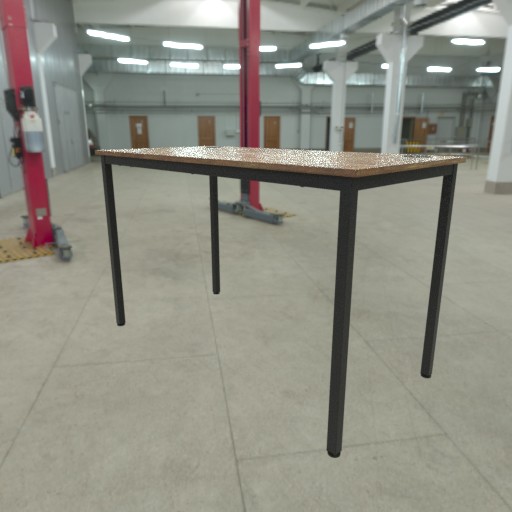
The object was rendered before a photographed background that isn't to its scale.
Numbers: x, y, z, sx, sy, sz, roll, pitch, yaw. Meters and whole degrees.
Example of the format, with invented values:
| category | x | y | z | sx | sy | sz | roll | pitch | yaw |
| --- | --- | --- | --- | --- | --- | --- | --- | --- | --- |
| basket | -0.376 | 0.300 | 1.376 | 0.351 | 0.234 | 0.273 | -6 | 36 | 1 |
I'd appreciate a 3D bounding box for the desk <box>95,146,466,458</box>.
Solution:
| category | x | y | z | sx | sy | sz | roll | pitch | yaw |
| --- | --- | --- | --- | --- | --- | --- | --- | --- | --- |
| desk | 0.000 | 0.000 | 1.645 | 0.600 | 0.749 | 1.200 | -15 | 22 | -43 |
